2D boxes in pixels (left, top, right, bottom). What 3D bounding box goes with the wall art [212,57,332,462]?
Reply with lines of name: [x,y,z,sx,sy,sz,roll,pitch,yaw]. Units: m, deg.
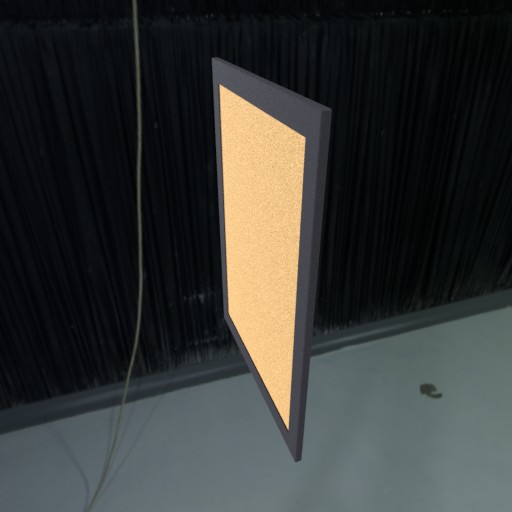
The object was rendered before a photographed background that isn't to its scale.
wall art: [0.000,0.000,0.695,0.012,0.529,0.374,-11,33,-17]
